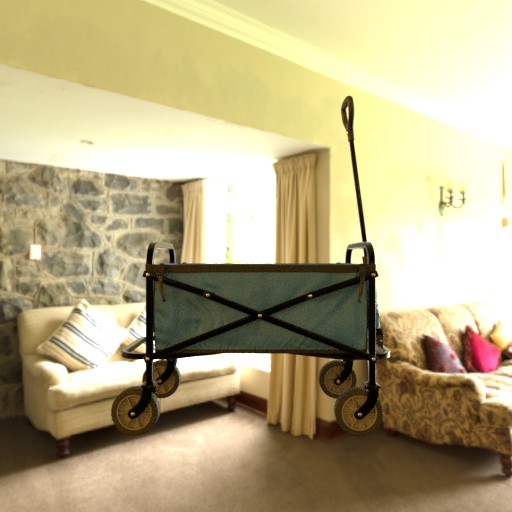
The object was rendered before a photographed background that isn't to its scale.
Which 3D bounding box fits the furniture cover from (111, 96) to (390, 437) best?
[{"bbox_3d":[0.000,0.000,1.823,1.038,1.295,0.532,0,0,0],"label":"furniture cover"}]
